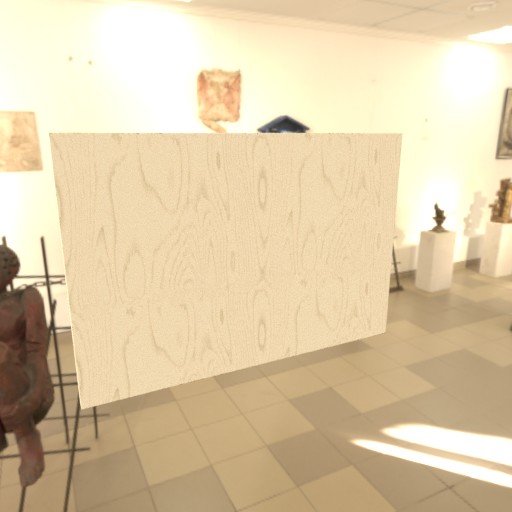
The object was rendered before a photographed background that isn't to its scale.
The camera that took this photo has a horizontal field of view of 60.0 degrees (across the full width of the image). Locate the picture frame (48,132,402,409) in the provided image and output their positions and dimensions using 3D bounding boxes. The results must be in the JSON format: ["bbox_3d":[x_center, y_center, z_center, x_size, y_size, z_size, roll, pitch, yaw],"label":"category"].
[{"bbox_3d":[0.000,0.000,1.197,0.950,0.640,0.029,-8,17,-26],"label":"picture frame"}]
